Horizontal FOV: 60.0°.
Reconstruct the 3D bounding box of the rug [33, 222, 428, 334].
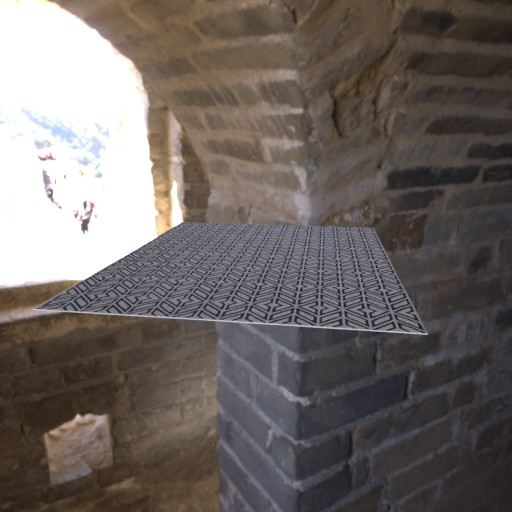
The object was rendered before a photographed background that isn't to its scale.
[{"bbox_3d":[0.000,0.000,4.105,2.421,0.008,3.045,2,15,8],"label":"rug"}]
